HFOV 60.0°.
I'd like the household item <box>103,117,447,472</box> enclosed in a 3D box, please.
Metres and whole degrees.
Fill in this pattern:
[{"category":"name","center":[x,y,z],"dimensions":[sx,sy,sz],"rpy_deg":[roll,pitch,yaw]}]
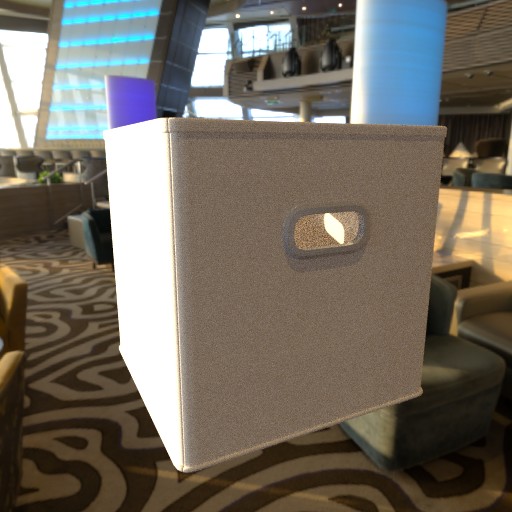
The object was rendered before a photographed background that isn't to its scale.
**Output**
[{"category":"household item","center":[0.000,0.000,0.554],"dimensions":[0.305,0.305,0.305],"rpy_deg":[-7,15,-26]}]
